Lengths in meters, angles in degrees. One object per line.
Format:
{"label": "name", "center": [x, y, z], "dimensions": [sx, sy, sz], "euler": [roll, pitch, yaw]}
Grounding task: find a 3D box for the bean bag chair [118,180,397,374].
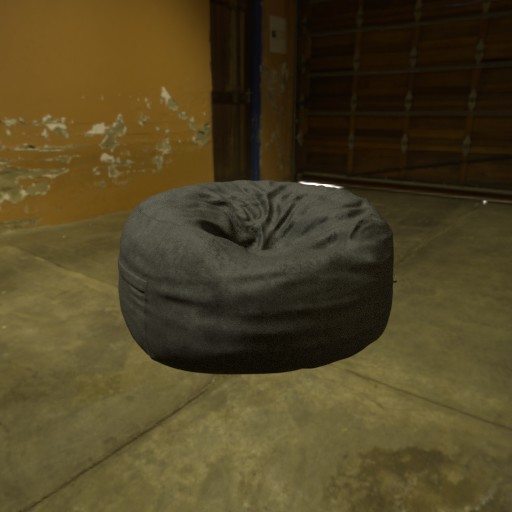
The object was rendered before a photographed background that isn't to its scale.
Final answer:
{"label": "bean bag chair", "center": [0.000, 0.000, 2.524], "dimensions": [1.525, 0.751, 1.525], "euler": [0, 17, 0]}
